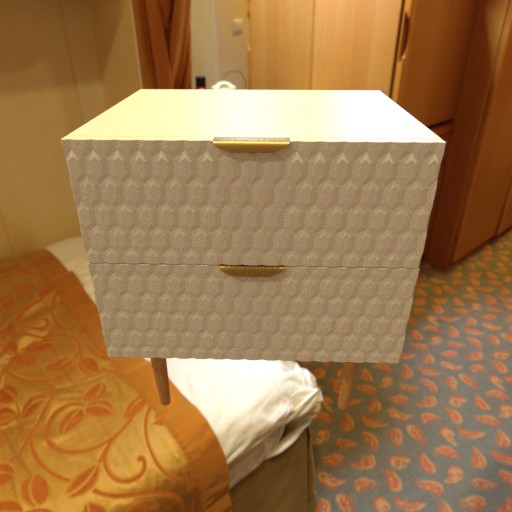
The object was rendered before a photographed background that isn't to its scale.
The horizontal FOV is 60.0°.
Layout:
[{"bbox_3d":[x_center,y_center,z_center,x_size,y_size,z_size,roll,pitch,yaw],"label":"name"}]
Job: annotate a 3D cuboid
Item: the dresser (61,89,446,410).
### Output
[{"bbox_3d":[0.000,0.000,0.889,0.503,0.568,0.414,1,29,2],"label":"dresser"}]
